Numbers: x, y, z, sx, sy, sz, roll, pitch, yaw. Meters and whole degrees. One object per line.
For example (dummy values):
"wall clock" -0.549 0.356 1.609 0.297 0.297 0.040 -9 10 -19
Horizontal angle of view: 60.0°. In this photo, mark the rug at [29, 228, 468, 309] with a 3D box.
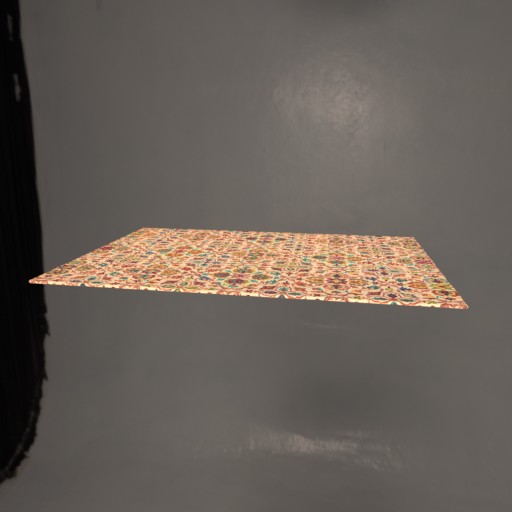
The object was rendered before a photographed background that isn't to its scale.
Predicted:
"rug" 0.000 0.000 3.004 2.297 0.018 1.541 3 15 10
